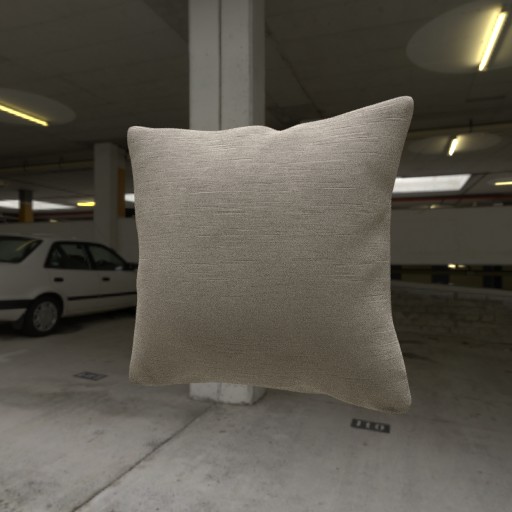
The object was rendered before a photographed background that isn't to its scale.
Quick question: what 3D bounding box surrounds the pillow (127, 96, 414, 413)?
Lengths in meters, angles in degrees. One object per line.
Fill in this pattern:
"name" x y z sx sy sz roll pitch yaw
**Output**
"pillow" 0.000 0.000 0.651 0.437 0.420 0.162 0 0 19
